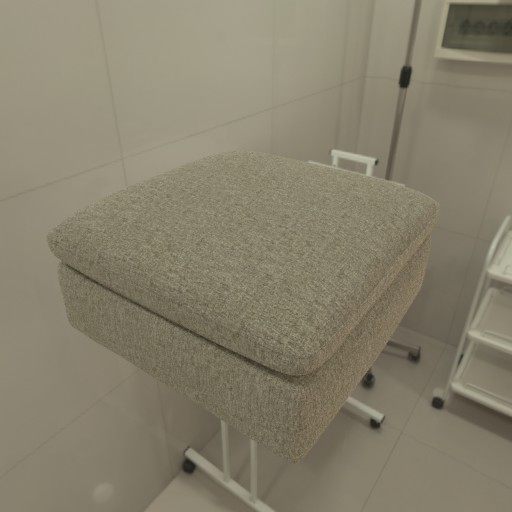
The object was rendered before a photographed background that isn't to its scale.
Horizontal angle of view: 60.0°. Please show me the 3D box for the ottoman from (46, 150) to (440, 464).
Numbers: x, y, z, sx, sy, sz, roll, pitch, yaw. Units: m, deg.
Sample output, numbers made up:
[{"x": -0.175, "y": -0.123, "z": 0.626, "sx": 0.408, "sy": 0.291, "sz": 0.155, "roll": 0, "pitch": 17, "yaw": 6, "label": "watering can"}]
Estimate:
[{"x": 0.000, "y": 0.000, "z": 1.622, "sx": 1.035, "sy": 0.526, "sz": 1.039, "roll": 20, "pitch": 37, "yaw": 30, "label": "ottoman"}]
